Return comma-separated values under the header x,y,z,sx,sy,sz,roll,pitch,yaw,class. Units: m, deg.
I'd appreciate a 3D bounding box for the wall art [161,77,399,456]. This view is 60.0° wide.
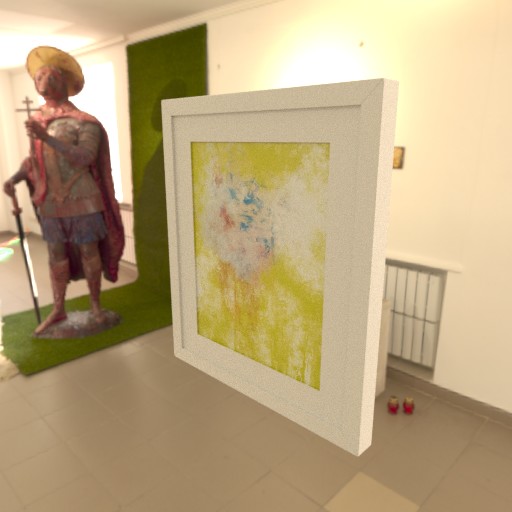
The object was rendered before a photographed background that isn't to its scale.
x,y,z,sx,sy,sz,roll,pitch,yaw,class
0.000,0.000,0.547,0.331,0.381,0.028,14,20,42,wall art
